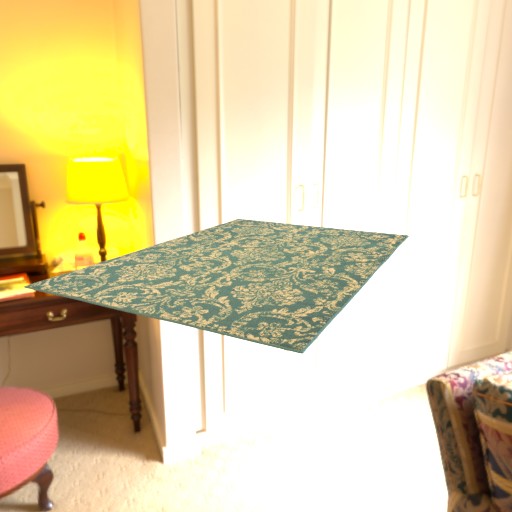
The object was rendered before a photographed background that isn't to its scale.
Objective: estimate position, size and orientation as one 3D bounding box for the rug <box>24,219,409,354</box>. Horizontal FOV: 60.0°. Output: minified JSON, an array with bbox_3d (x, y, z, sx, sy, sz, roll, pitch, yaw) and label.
[{"bbox_3d":[0.000,0.000,2.882,1.554,0.012,2.205,8,17,27],"label":"rug"}]
